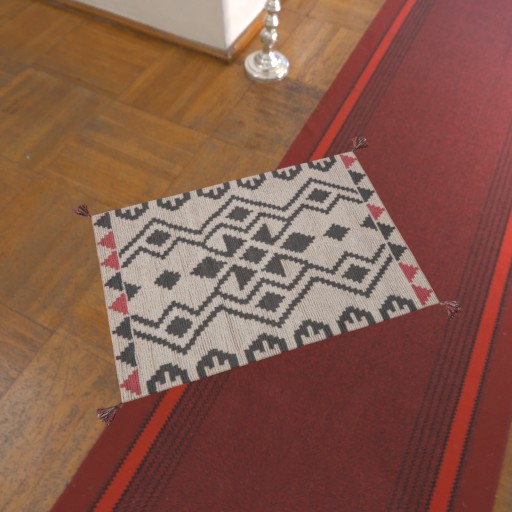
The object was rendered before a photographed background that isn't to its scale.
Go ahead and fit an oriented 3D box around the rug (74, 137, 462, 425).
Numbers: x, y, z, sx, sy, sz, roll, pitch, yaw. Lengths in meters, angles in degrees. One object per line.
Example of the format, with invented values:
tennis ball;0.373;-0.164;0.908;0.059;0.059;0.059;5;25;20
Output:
rug;0.000;0.000;2.671;2.069;0.067;1.444;-15;61;-9
